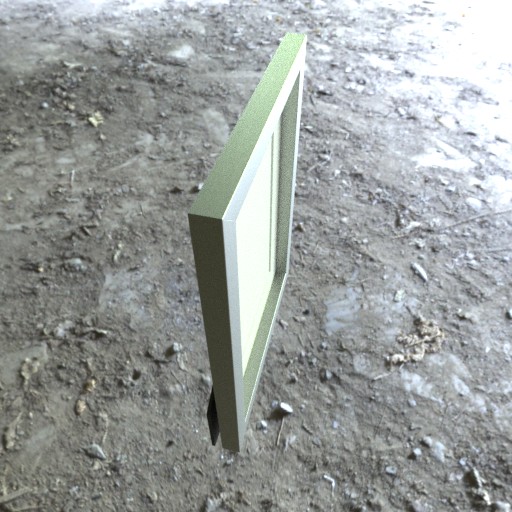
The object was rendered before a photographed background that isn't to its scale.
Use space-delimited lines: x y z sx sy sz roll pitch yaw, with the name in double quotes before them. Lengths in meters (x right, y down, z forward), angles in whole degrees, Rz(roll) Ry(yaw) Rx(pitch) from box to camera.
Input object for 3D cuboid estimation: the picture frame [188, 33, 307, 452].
"picture frame" 0.000 0.000 0.516 0.036 0.386 0.307 10 47 10
